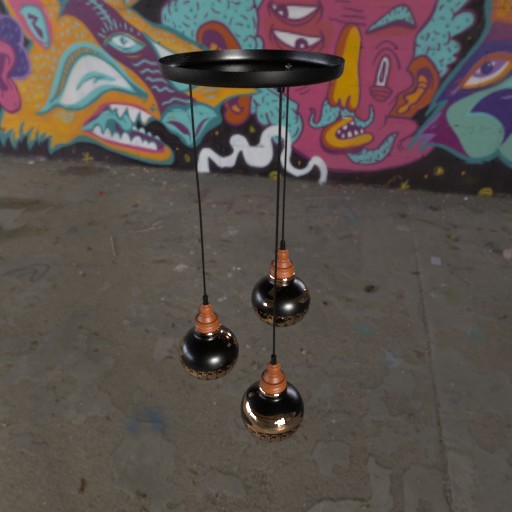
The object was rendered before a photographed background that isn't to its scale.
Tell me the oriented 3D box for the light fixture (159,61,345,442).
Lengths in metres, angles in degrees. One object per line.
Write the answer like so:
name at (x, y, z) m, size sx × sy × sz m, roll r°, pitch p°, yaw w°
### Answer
light fixture at (0.000, 0.000, 1.716) m, size 0.608 × 1.410 × 0.605 m, roll 18°, pitch 35°, yaw 28°
